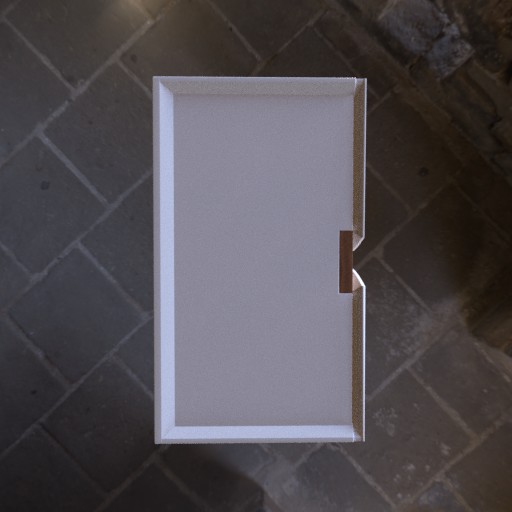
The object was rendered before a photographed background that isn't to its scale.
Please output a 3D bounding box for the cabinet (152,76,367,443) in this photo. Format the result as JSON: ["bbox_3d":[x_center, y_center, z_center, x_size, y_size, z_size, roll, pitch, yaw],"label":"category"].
[{"bbox_3d":[0.000,0.000,1.099,0.344,0.772,0.591,0,91,-1],"label":"cabinet"}]
